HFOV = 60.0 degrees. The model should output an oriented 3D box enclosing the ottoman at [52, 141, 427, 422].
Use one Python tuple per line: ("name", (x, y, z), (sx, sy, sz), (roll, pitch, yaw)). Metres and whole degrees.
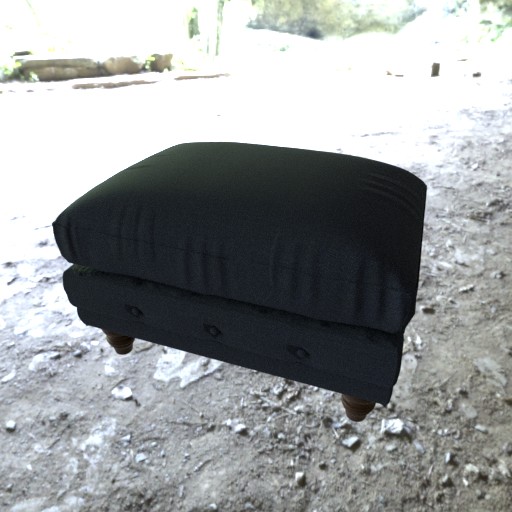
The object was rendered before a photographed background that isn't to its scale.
("ottoman", (0.000, 0.000, 1.132), (0.767, 0.486, 0.558), (11, 33, 17))
